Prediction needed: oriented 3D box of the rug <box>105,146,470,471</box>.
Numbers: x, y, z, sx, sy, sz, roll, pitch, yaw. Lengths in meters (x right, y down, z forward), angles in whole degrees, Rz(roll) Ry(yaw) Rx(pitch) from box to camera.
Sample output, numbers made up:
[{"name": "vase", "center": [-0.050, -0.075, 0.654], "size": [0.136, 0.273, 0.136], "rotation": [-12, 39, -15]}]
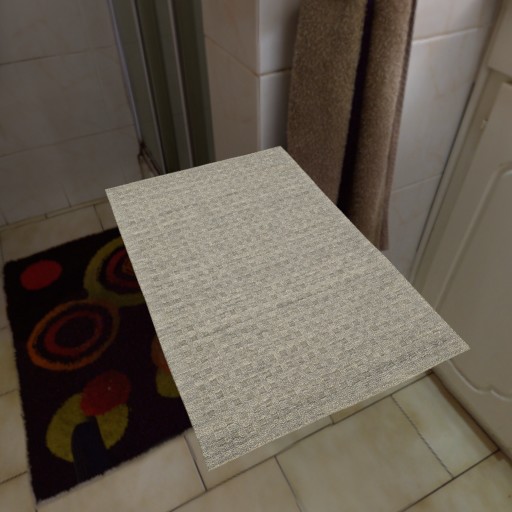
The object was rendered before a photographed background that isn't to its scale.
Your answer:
[{"name": "rug", "center": [0.000, 0.000, 2.929], "size": [1.532, 0.018, 2.297], "rotation": [-18, 48, -17]}]
